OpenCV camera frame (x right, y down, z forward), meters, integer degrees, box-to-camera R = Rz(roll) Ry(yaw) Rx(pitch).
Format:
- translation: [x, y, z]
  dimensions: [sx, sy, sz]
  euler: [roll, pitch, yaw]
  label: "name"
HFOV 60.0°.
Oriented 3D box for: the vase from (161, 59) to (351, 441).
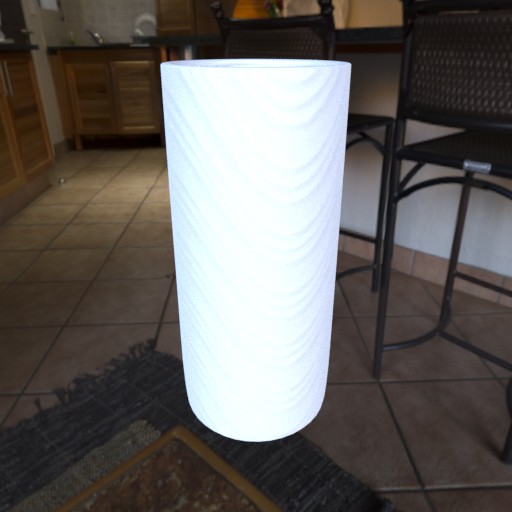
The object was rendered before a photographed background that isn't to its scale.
- translation: [0.000, 0.000, 0.394]
  dimensions: [0.143, 0.316, 0.143]
  euler: [0, 26, 0]
  label: "vase"
